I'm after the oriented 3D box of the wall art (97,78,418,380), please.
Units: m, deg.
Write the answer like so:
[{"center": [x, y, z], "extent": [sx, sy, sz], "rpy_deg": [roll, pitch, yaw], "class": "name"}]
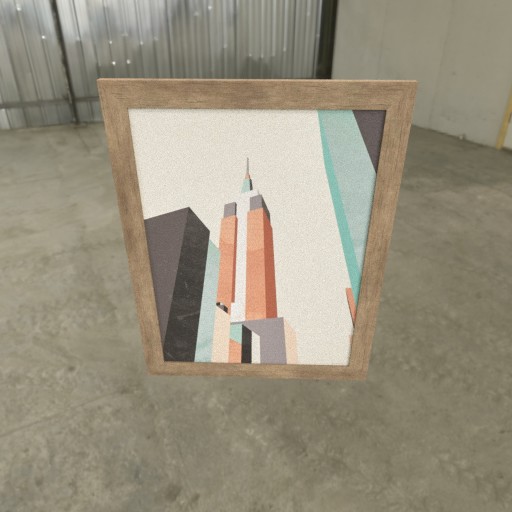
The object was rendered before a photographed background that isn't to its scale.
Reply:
[{"center": [0.000, 0.000, 0.918], "extent": [0.534, 0.686, 0.018], "rpy_deg": [1, 31, 2], "class": "wall art"}]
